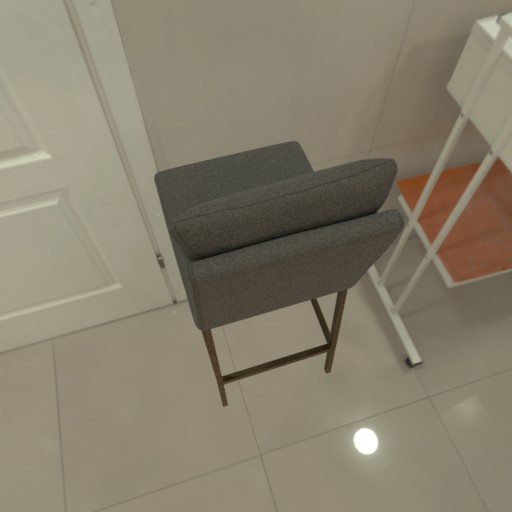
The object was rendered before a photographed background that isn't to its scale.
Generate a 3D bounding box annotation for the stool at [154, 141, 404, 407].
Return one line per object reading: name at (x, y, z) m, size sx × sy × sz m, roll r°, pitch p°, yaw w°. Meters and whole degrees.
stool at (0.000, 0.000, 1.326) m, size 0.463 × 1.030 × 0.569 m, roll -15°, pitch 59°, yaw -9°
